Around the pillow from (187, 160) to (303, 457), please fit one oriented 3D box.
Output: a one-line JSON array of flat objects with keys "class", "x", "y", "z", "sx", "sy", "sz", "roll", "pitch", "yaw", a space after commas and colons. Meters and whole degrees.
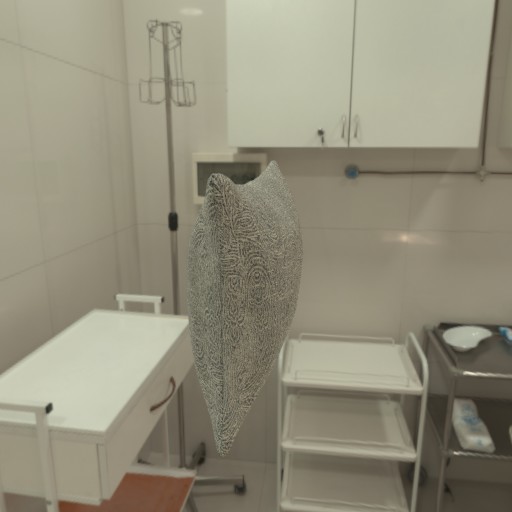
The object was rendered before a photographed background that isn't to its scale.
[{"class": "pillow", "x": 0.000, "y": 0.000, "z": 0.723, "sx": 0.151, "sy": 0.295, "sz": 0.615, "roll": 2, "pitch": 14, "yaw": 7}]
